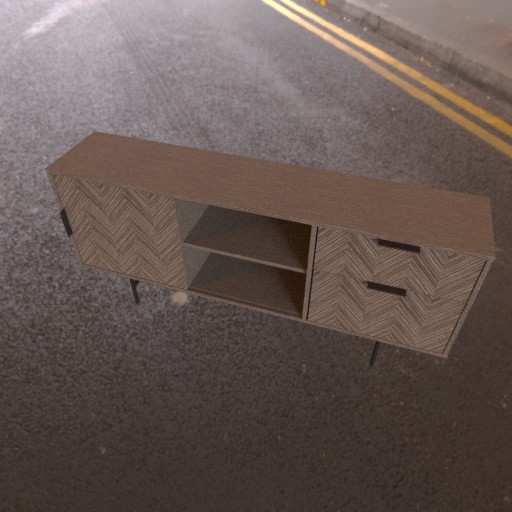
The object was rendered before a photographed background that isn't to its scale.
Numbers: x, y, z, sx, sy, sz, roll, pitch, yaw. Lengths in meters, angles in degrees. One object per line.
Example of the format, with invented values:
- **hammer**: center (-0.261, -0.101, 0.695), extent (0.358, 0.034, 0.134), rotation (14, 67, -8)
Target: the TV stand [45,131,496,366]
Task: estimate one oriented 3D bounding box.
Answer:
- **TV stand**: center (0.000, 0.000, 2.077), extent (1.804, 0.787, 0.405), rotation (13, 43, 14)
